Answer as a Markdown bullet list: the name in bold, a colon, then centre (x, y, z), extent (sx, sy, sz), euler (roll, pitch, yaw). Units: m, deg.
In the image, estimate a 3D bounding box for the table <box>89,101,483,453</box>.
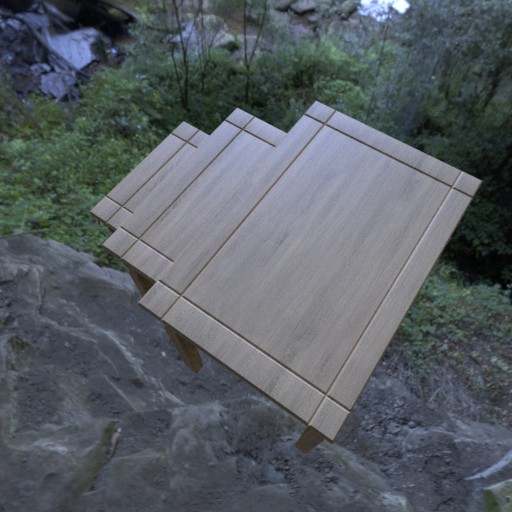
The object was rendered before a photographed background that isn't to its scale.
- **table**: centre (0.000, 0.000, 1.200), extent (0.773, 0.535, 0.660), euler (32, 67, 15)
